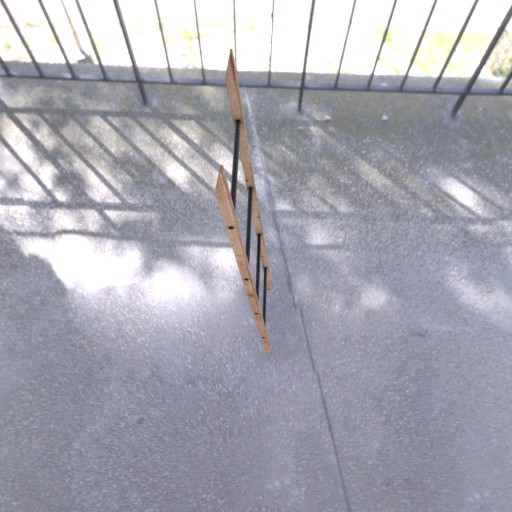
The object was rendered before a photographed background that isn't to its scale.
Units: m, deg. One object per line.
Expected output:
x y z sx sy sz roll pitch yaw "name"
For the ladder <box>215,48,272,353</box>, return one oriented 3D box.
0.000 0.000 1.982 0.200 1.805 0.442 2 64 1 "ladder"
